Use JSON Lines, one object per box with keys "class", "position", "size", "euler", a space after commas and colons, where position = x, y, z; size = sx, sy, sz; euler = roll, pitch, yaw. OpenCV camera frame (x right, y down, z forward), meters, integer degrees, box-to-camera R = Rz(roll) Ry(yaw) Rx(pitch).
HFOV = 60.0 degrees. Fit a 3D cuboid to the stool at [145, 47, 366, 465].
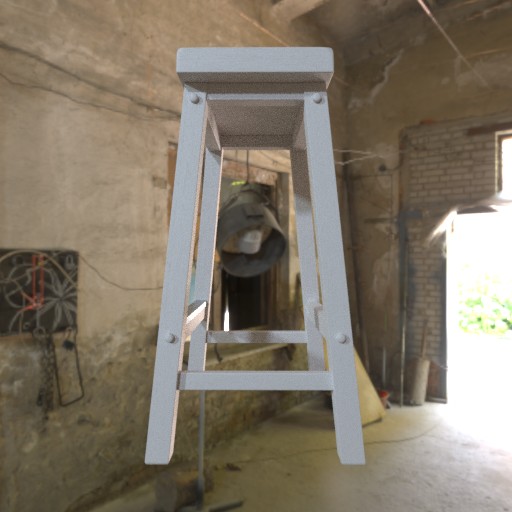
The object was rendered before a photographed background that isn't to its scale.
{"class": "stool", "position": [0.000, 0.000, 0.848], "size": [0.322, 0.610, 0.406], "euler": [0, 0, 0]}
